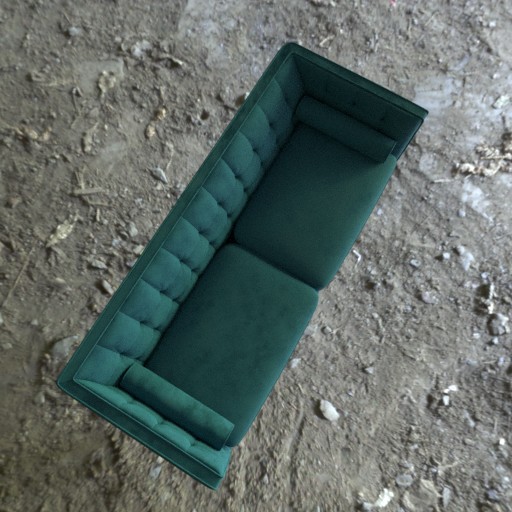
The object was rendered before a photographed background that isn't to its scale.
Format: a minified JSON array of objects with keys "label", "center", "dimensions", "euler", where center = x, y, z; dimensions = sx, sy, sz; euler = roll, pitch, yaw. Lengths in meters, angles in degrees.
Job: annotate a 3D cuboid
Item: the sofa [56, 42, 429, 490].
[{"label":"sofa","center":[0.000,0.000,2.458],"dimensions":[0.867,0.789,2.087],"euler":[30,78,7]}]
